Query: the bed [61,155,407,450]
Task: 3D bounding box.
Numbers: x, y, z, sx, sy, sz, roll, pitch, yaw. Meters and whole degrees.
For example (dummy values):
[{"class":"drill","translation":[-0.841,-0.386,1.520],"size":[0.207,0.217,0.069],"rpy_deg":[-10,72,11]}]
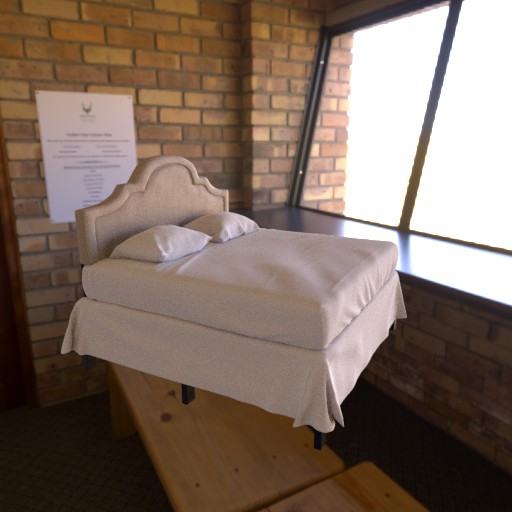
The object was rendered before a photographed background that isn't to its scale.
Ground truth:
[{"class":"bed","translation":[0.000,0.000,3.711],"size":[2.222,1.631,2.303],"rpy_deg":[8,16,28]}]
